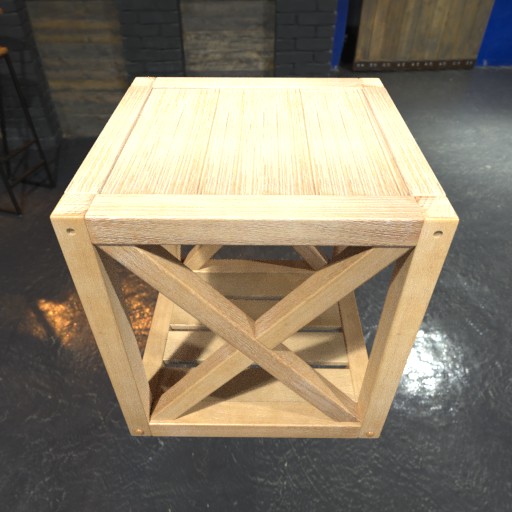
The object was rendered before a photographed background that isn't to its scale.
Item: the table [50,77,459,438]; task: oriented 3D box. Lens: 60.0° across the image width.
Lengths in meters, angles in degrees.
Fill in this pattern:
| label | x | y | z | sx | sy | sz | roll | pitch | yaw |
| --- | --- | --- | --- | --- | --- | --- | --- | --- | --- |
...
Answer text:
| label | x | y | z | sx | sy | sz | roll | pitch | yaw |
| --- | --- | --- | --- | --- | --- | --- | --- | --- | --- |
| table | 0.000 | 0.000 | 1.005 | 0.559 | 0.610 | 0.558 | 0 | 41 | 0 |
